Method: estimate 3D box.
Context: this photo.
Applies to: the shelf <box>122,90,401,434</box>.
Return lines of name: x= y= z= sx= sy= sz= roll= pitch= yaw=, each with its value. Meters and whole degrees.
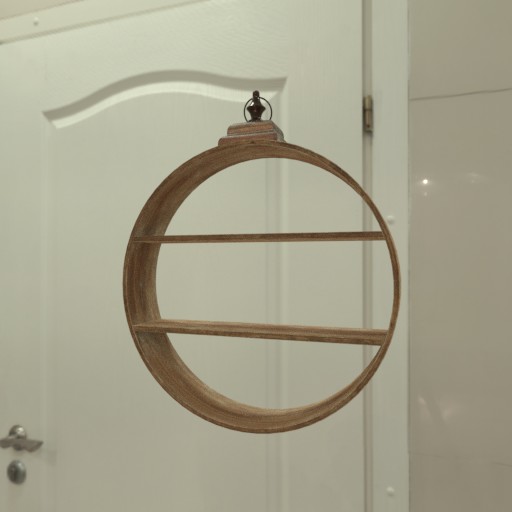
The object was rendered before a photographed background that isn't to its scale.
shelf: x=0.000 y=0.000 z=0.969 sx=0.601 sy=0.725 sz=0.125 roll=0 pitch=-1 yaw=19
